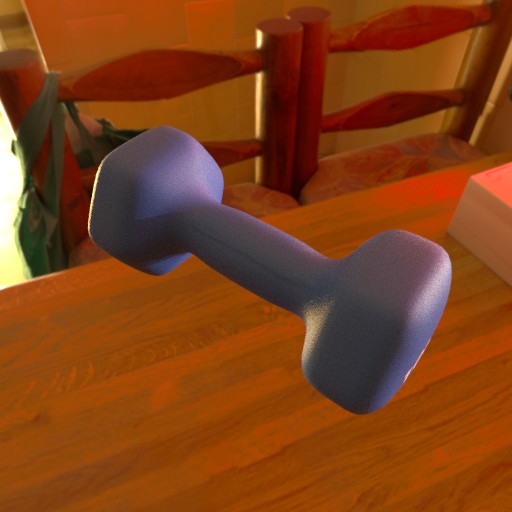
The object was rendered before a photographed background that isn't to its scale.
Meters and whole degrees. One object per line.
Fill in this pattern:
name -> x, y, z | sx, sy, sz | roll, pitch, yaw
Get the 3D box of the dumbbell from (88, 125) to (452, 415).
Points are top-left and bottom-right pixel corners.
dumbbell -> 0.000, 0.000, 0.265 | 0.212, 0.093, 0.103 | 29, 53, 25
